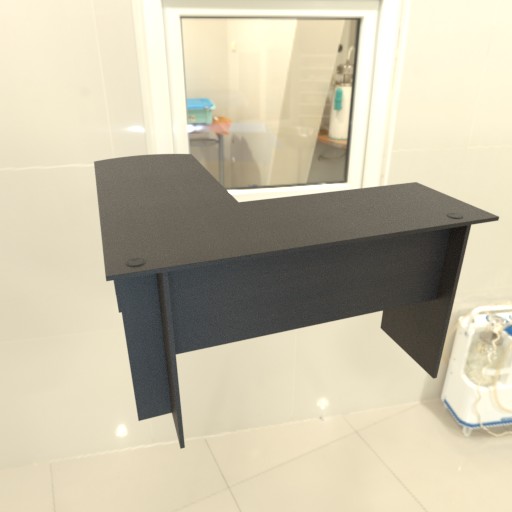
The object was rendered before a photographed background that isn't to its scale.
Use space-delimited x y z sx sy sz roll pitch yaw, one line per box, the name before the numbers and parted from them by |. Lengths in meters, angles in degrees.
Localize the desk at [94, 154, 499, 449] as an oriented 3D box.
desk | 0.000 0.000 2.069 1.303 0.716 1.361 -9 27 -17
